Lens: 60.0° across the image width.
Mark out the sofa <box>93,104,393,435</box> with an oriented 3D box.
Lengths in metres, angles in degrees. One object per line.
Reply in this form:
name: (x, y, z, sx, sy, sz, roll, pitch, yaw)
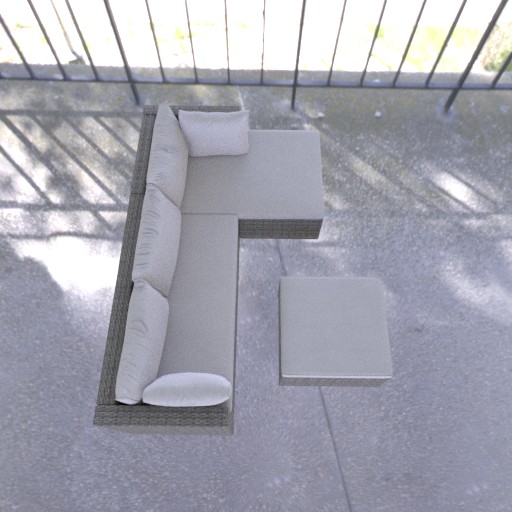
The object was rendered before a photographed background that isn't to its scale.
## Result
sofa: (0.000, 0.000, 2.969, 1.662, 0.766, 2.192, 1, 64, 0)
